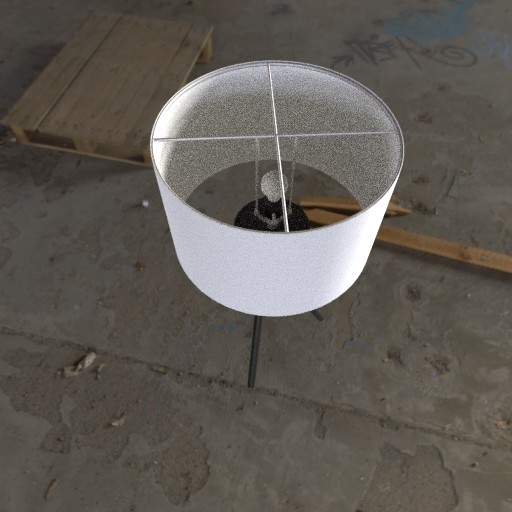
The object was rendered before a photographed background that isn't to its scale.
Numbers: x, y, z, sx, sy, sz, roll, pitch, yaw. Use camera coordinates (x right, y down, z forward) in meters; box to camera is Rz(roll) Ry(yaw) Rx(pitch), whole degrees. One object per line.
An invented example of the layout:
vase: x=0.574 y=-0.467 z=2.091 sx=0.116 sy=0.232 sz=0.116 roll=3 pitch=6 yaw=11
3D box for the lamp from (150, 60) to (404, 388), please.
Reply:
lamp: x=0.000 y=0.000 z=0.914 sx=0.422 sy=0.674 sz=0.353 roll=29 pitch=61 yaw=18
